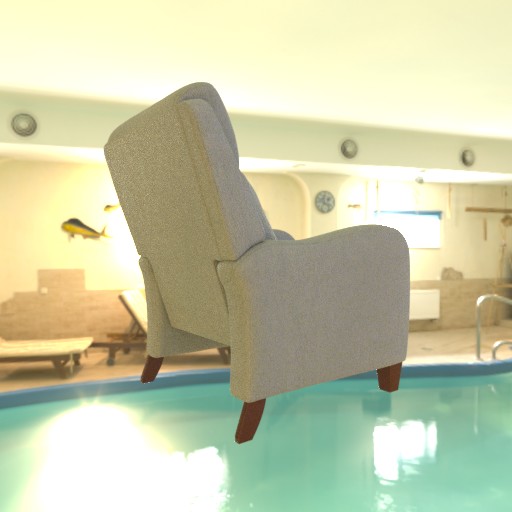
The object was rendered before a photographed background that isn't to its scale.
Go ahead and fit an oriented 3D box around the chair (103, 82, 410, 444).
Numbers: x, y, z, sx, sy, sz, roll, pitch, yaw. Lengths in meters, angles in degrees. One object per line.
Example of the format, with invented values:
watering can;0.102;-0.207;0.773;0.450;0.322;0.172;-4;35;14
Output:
chair;0.000;0.000;1.759;0.988;1.067;0.785;-1;2;-37
